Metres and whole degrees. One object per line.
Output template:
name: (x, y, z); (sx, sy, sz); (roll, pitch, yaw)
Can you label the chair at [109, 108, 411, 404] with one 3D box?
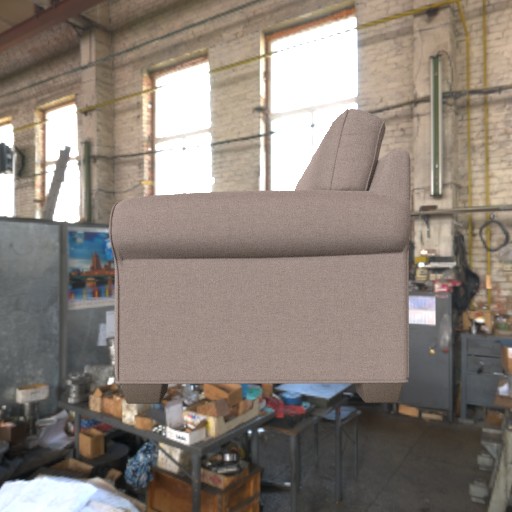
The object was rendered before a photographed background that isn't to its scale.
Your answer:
chair: (0.000, 0.000, 1.973); (0.930, 0.930, 1.390); (0, -1, -1)
